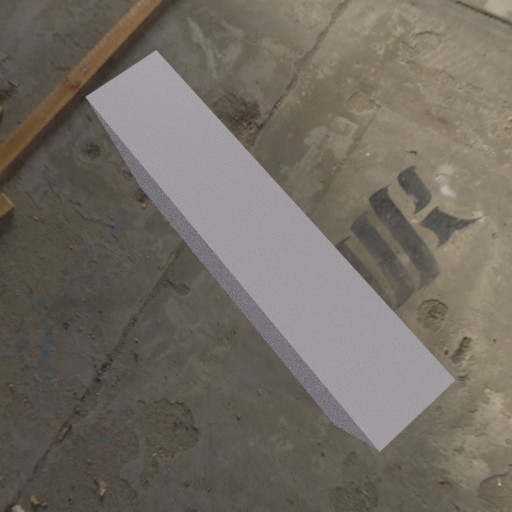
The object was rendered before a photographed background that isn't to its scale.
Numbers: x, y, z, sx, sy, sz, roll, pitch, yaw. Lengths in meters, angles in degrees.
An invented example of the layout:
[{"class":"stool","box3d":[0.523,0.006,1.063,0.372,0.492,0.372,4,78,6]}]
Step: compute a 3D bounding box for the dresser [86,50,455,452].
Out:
[{"class":"dresser","box3d":[0.000,0.000,1.853,0.333,0.790,1.535,-38,78,-10]}]
